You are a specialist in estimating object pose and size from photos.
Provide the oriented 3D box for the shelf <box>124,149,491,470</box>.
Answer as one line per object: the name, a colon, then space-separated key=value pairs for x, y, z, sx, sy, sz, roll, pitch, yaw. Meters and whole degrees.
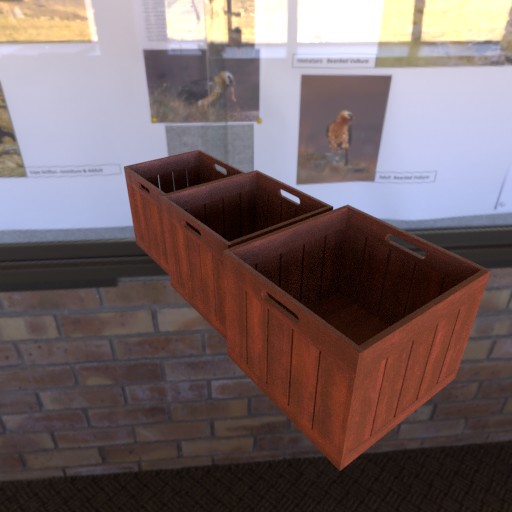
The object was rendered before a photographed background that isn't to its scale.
shelf: x=0.000 y=0.000 z=1.242 sx=0.393 sy=0.311 sz=1.064 roll=-22 pitch=38 yaw=-31
